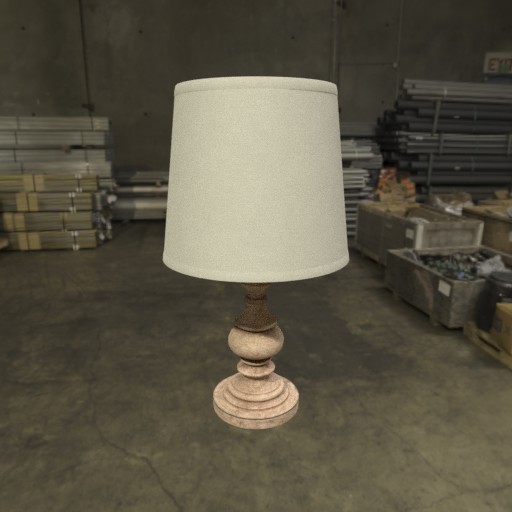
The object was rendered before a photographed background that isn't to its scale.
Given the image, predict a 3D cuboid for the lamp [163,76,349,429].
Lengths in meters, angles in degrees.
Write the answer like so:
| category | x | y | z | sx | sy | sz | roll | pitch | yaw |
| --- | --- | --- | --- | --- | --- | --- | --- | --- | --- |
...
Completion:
| category | x | y | z | sx | sy | sz | roll | pitch | yaw |
| --- | --- | --- | --- | --- | --- | --- | --- | --- | --- |
| lamp | 0.000 | 0.000 | 0.663 | 0.273 | 0.497 | 0.273 | 0 | 14 | 0 |
